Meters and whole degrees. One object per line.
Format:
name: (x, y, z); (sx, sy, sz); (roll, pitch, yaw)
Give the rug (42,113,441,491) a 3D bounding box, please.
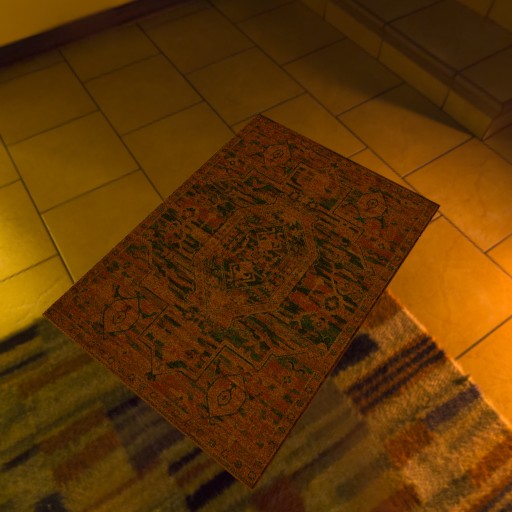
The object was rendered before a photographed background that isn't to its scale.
rug: (0.000, 0.000, 2.886); (1.588, 0.024, 2.204); (32, 64, 18)
